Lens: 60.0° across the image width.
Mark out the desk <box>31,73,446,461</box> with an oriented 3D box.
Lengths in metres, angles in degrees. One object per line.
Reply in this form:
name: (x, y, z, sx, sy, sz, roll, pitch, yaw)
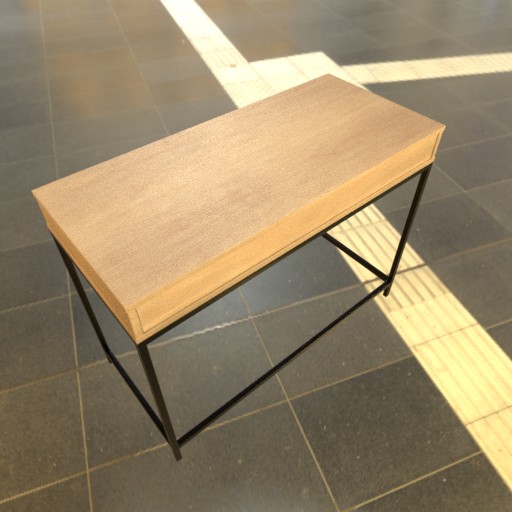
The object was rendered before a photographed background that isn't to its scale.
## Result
desk: (0.000, 0.000, 1.431, 1.016, 0.762, 0.470, -31, 53, -27)
